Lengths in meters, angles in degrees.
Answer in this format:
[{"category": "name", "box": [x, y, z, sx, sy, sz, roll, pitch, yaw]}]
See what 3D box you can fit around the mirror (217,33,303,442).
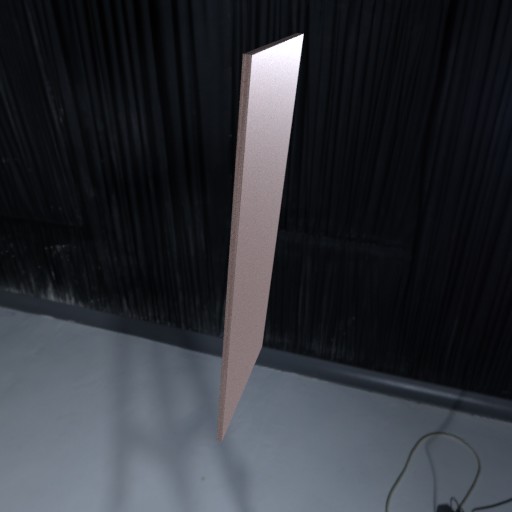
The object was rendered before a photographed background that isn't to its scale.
[{"category": "mirror", "box": [0.000, 0.000, 2.304, 0.221, 2.020, 0.812, 9, 32, 14]}]
